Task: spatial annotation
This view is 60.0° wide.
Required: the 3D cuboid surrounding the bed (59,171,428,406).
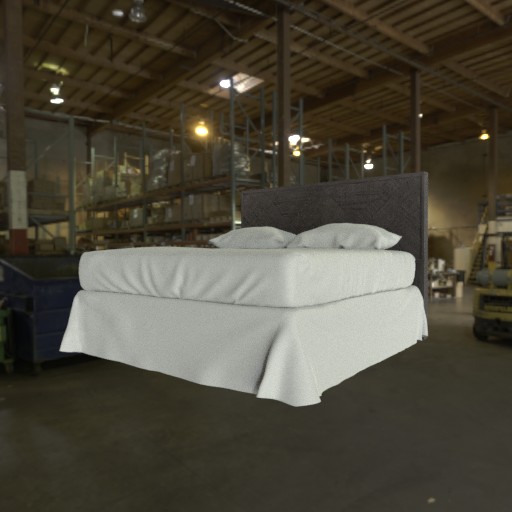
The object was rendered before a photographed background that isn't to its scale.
[{"bbox_3d":[0.000,0.000,2.839,1.772,1.142,1.785,0,1,37],"label":"bed"}]
